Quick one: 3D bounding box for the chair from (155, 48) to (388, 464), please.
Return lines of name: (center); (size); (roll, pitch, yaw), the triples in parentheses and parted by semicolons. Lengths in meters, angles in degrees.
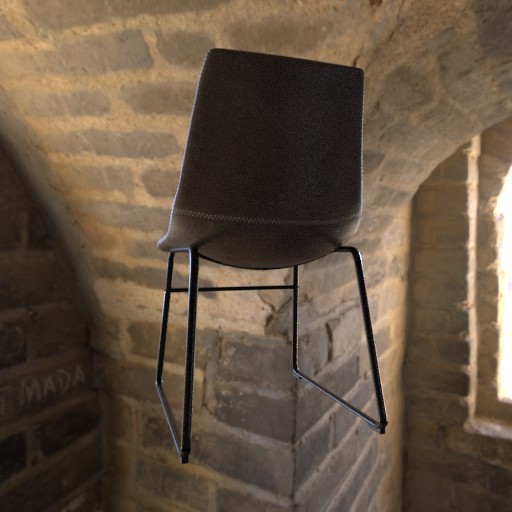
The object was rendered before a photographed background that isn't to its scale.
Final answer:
chair: (0.000, 0.000, 1.118); (0.460, 0.780, 0.550); (0, 1, -18)
